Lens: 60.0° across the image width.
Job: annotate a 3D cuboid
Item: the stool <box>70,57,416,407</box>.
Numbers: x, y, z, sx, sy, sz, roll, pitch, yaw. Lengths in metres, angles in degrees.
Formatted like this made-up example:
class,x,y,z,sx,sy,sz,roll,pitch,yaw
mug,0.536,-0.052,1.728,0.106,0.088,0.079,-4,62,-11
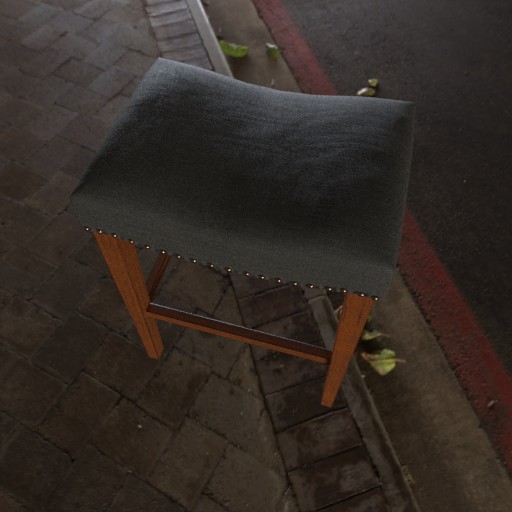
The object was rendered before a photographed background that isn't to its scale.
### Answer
class,x,y,z,sx,sy,sz,roll,pitch,yaw
stool,0.000,0.000,0.845,0.439,0.612,0.320,13,59,8
